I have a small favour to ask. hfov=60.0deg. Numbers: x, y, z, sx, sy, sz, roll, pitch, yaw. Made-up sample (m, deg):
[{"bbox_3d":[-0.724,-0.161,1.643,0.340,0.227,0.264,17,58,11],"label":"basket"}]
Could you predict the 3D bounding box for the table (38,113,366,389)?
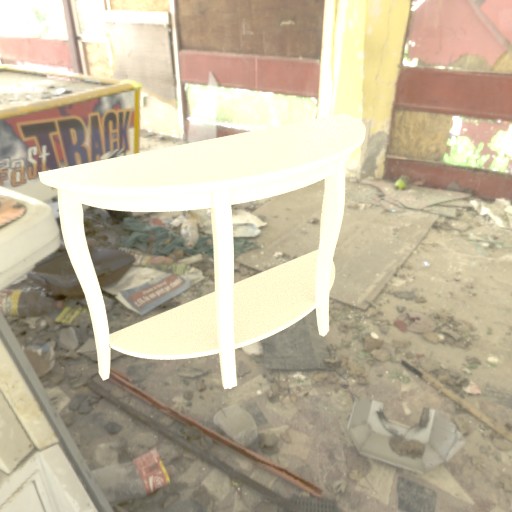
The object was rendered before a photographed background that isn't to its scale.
[{"bbox_3d":[0.000,0.000,1.609,1.219,0.780,0.394,-21,36,-31],"label":"table"}]
